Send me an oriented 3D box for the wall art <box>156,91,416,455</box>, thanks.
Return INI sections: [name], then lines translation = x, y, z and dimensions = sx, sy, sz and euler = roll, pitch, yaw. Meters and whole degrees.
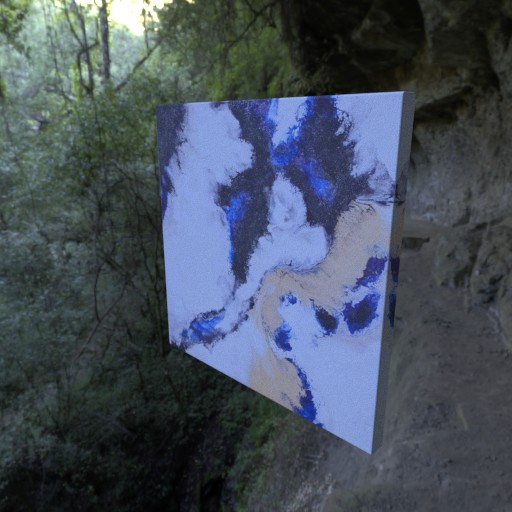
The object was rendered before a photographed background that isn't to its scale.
[wall art]
translation = 0.000, 0.000, 0.916
dimensions = 0.609, 0.609, 0.039
euler = 15, 22, 42
